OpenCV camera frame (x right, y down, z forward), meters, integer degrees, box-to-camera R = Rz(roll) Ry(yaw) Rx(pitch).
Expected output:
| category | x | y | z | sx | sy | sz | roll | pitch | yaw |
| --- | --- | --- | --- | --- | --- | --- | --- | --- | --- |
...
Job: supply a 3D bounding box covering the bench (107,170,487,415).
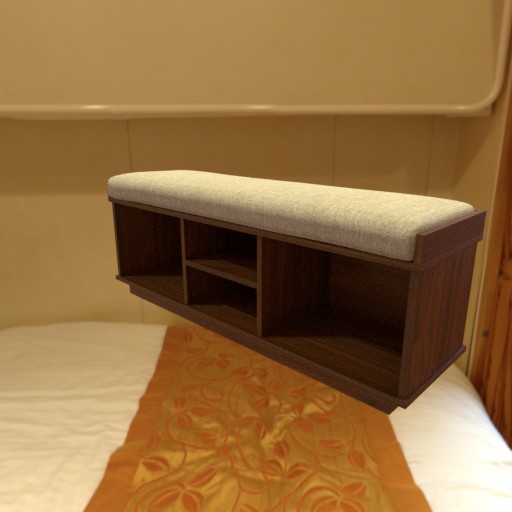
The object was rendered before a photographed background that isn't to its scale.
| category | x | y | z | sx | sy | sz | roll | pitch | yaw |
| --- | --- | --- | --- | --- | --- | --- | --- | --- | --- |
| bench | 0.000 | 0.000 | 1.399 | 1.196 | 0.468 | 0.367 | 15 | 22 | 42 |
